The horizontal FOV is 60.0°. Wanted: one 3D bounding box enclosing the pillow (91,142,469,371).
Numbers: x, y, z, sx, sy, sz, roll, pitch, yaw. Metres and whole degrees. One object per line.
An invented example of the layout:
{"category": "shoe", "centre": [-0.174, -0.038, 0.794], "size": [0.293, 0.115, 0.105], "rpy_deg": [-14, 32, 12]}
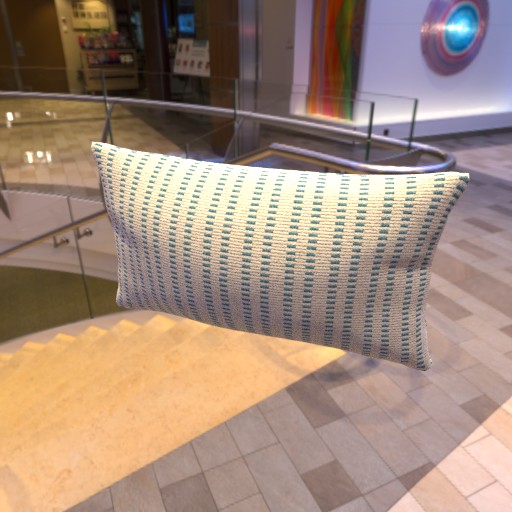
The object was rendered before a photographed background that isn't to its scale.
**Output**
{"category": "pillow", "centre": [0.000, 0.000, 0.780], "size": [0.640, 0.353, 0.210], "rpy_deg": [9, 28, 17]}
